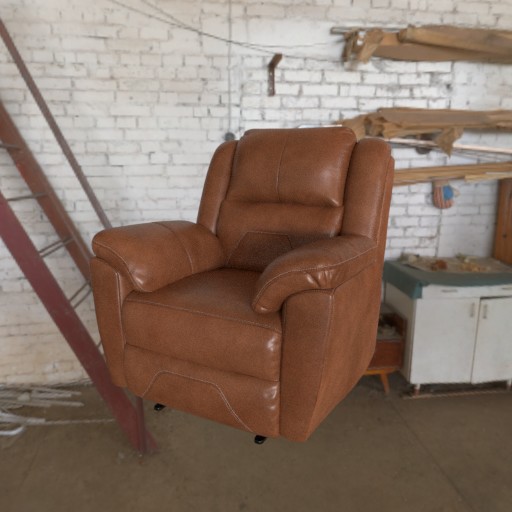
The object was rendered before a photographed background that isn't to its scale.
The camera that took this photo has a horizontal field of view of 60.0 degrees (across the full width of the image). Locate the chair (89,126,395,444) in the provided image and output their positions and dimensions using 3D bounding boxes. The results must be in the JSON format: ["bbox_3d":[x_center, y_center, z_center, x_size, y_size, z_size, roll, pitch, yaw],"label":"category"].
[{"bbox_3d":[0.000,0.000,1.891,0.990,1.093,1.041,7,15,27],"label":"chair"}]
